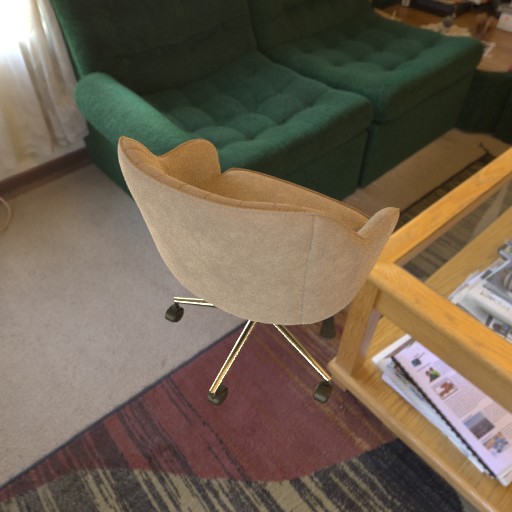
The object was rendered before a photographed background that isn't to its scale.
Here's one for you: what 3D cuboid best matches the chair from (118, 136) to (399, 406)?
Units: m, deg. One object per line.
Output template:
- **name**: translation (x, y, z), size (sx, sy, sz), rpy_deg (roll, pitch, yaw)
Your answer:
- **chair**: translation (0.000, 0.000, 1.253), size (0.635, 0.831, 0.573), rpy_deg (24, 51, 21)
